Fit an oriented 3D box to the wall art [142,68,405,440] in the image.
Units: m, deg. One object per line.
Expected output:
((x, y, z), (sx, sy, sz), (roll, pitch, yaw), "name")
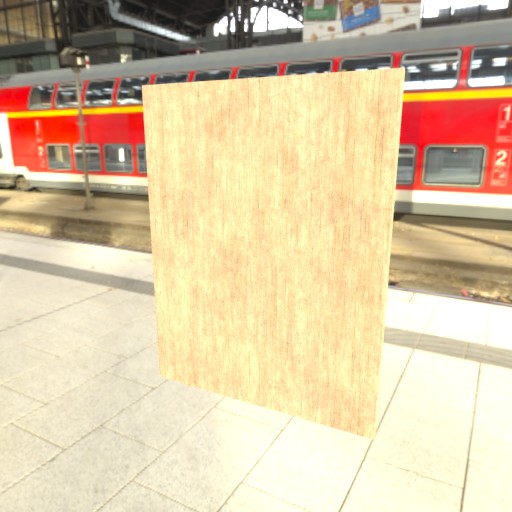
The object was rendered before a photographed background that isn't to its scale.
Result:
((0.000, 0.000, 0.915), (0.534, 0.686, 0.018), (7, 16, 26), "wall art")
